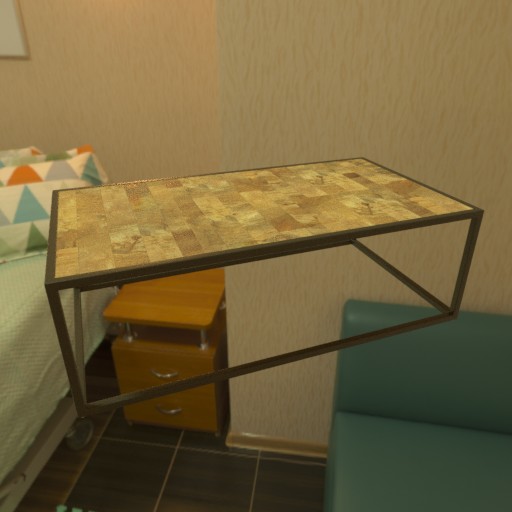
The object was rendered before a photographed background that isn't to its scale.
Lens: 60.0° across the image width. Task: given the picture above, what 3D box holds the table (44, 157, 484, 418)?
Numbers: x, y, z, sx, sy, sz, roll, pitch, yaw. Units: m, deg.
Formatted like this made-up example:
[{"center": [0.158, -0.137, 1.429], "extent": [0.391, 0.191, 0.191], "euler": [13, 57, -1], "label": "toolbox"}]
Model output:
[{"center": [0.000, 0.000, 1.480], "extent": [1.199, 0.398, 0.649], "euler": [-10, 29, -18], "label": "table"}]
